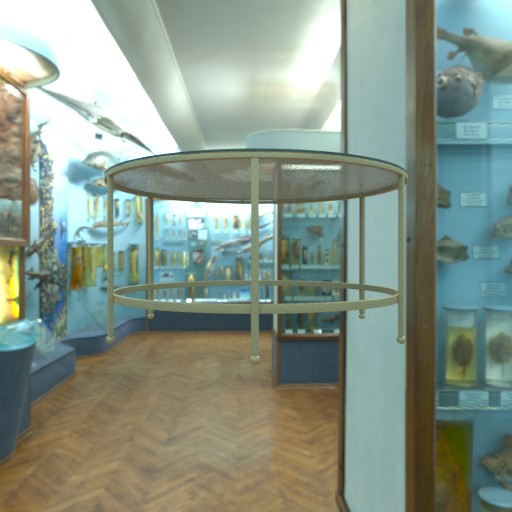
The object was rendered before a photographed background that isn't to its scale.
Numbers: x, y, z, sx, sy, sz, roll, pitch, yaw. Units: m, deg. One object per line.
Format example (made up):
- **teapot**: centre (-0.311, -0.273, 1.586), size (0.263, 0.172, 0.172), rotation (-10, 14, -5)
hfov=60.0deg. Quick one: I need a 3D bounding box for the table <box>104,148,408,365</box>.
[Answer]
- **table**: centre (0.000, 0.000, 1.413), size (0.914, 0.470, 0.914), rotation (0, 0, 0)
